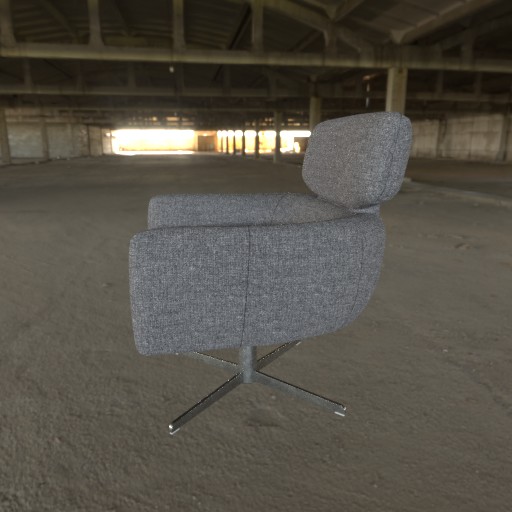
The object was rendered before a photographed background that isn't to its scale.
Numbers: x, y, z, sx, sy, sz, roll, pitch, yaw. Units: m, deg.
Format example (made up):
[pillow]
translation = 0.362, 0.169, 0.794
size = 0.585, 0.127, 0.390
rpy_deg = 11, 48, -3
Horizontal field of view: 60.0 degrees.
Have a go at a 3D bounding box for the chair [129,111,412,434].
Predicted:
[chair]
translation = 0.000, 0.000, 1.319
size = 0.715, 0.812, 0.706
rpy_deg = -2, 15, -9
